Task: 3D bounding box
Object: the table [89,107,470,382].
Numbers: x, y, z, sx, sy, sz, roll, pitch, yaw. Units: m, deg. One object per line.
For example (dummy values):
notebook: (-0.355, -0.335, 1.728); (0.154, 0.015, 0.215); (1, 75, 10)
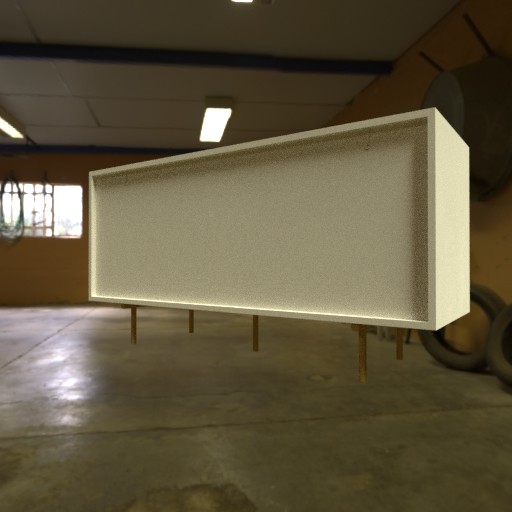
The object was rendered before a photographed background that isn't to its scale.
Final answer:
table: (0.000, 0.000, 1.798); (1.500, 0.769, 0.508); (0, -1, 35)
